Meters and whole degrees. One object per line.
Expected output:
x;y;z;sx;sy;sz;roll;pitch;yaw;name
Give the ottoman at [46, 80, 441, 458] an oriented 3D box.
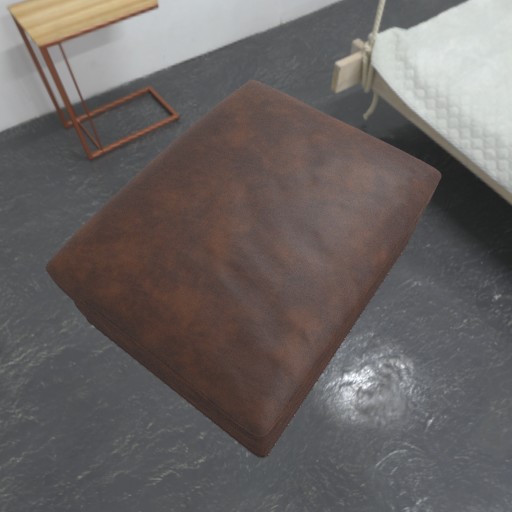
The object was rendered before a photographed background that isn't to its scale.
0.000;0.000;1.128;0.586;0.486;0.742;32;65;17;ottoman
